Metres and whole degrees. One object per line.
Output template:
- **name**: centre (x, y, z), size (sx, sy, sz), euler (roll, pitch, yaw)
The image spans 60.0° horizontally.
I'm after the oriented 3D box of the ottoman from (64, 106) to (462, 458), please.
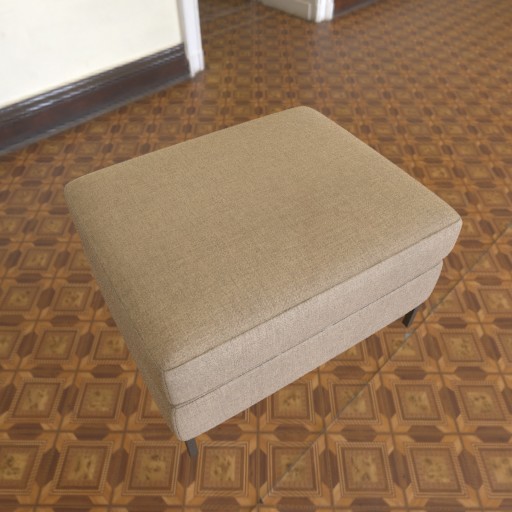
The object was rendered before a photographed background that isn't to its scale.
- **ottoman**: centre (0.000, 0.000, 1.242), size (0.820, 0.490, 0.671), euler (-24, 52, -21)
